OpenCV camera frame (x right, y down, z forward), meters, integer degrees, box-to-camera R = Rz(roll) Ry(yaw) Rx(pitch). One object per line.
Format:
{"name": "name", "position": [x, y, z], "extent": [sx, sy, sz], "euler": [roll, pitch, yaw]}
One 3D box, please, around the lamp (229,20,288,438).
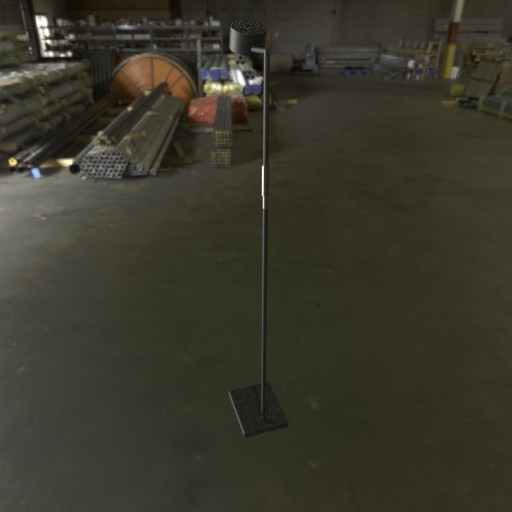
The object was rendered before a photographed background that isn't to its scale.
{"name": "lamp", "position": [0.000, 0.000, 1.700], "extent": [0.203, 1.600, 0.304], "euler": [-8, 28, -16]}
